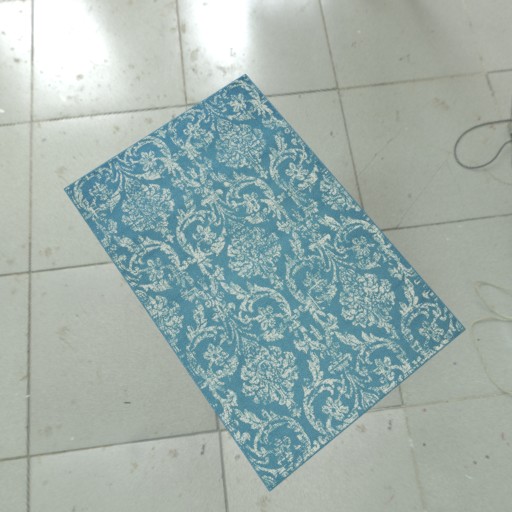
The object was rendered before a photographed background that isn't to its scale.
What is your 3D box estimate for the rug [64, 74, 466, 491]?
[{"bbox_3d":[0.000,0.000,3.412,1.816,0.018,2.746,-36,78,-9],"label":"rug"}]
